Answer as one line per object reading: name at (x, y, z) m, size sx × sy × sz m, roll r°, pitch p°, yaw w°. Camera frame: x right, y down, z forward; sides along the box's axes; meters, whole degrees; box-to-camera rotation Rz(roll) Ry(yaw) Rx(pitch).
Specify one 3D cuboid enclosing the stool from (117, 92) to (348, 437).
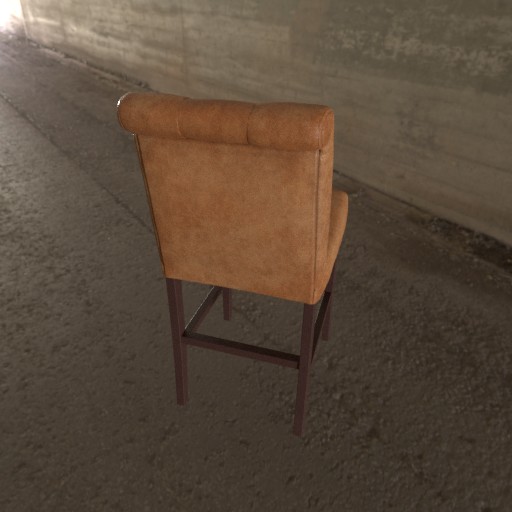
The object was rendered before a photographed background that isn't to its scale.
stool at (0.000, 0.000, 1.381) m, size 0.493 × 1.047 × 0.601 m, roll 9°, pitch 33°, yaw 15°
